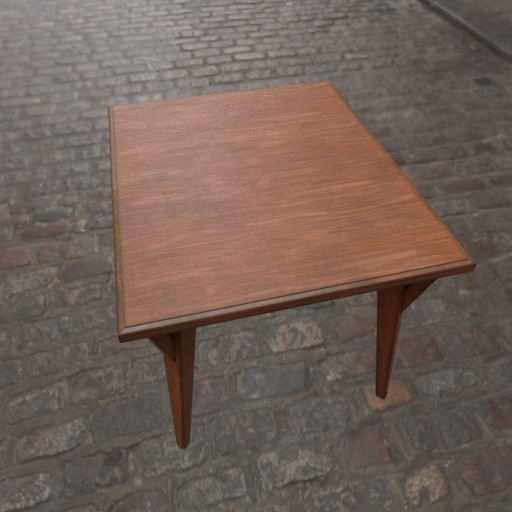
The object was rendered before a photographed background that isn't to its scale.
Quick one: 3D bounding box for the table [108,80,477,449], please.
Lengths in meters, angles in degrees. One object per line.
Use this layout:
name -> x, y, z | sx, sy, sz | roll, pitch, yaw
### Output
table -> 0.000, 0.000, 1.587 | 0.838, 0.761, 0.991 | -10, 47, -10
